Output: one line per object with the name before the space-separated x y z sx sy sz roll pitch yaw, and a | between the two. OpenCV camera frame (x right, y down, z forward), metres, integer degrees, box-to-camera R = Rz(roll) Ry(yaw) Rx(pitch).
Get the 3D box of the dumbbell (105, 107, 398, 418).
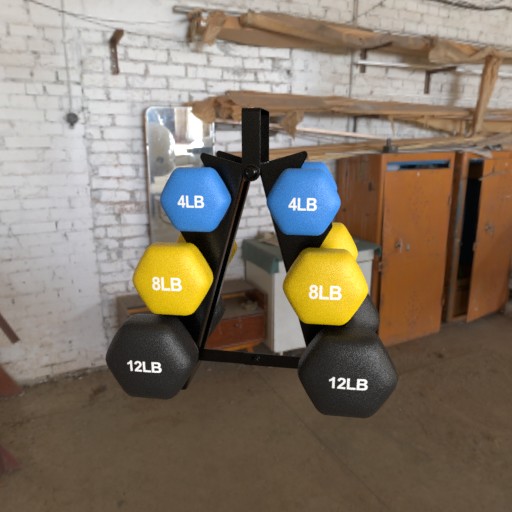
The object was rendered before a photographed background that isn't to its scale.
dumbbell | 0.000 0.000 0.676 0.409 0.426 0.255 2 15 9
